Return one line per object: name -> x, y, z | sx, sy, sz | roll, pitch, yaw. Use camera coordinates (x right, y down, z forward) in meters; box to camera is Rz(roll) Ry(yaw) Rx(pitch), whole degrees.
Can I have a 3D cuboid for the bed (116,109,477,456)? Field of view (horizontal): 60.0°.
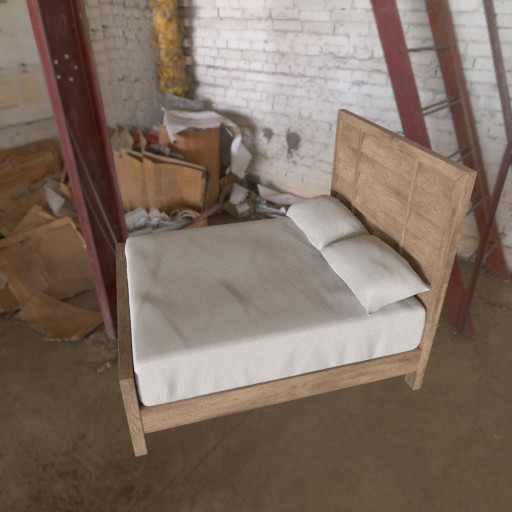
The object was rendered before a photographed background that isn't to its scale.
bed -> 0.000, 0.000, 3.218 | 2.017, 1.631, 1.615 | -8, 31, -14
